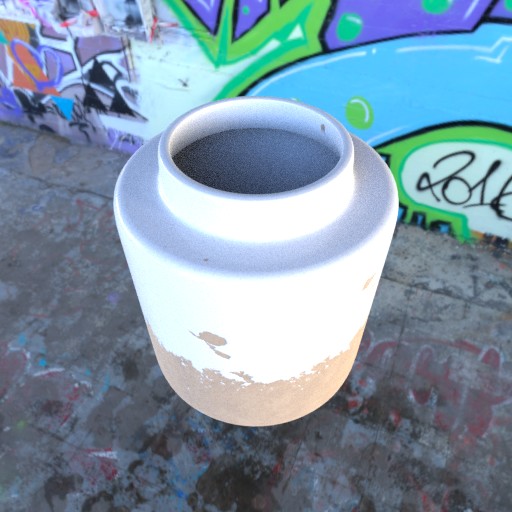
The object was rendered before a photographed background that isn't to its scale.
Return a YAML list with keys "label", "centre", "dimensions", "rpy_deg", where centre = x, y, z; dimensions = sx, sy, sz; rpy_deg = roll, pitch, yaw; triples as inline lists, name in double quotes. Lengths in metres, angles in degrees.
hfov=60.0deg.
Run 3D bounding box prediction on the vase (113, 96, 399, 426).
- label: "vase"
  centre: [0.000, 0.000, 0.282]
  dimensions: [0.153, 0.167, 0.153]
  rpy_deg: [0, 46, 0]
